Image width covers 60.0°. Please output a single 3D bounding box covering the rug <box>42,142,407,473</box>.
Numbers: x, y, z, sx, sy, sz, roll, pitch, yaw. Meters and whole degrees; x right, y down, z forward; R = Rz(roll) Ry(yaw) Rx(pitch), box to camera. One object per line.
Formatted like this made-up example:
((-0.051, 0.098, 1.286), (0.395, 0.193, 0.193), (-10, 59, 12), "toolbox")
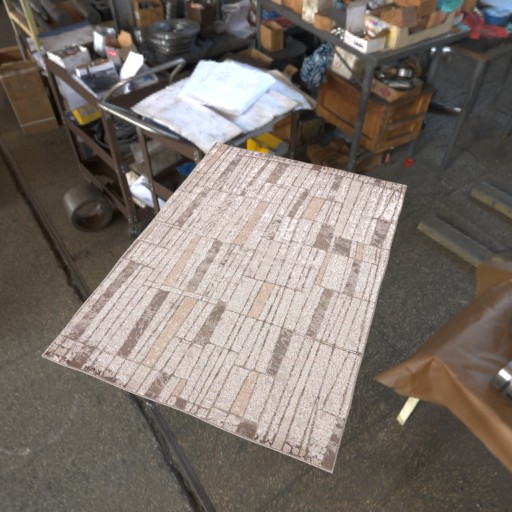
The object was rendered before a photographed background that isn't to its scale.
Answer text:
((0.000, 0.000, 4.364), (2.449, 0.019, 3.357), (16, 49, 14), "rug")
